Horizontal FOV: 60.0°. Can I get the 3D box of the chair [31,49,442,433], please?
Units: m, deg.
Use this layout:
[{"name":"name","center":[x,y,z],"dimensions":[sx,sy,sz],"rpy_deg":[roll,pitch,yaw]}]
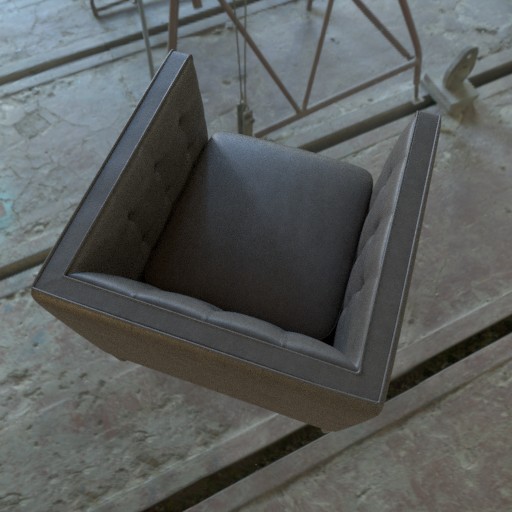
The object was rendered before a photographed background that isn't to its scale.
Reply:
[{"name":"chair","center":[0.000,0.000,1.505],"dimensions":[0.880,0.790,0.894],"rpy_deg":[17,66,8]}]
